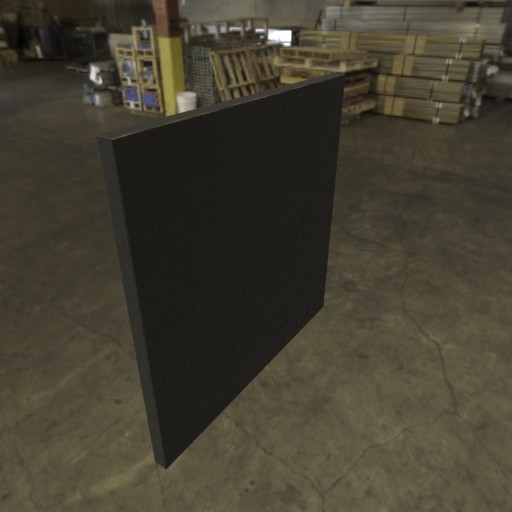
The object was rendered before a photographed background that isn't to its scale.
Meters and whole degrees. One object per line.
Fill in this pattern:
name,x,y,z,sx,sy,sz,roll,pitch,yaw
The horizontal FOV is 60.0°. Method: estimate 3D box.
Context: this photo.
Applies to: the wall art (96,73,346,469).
wall art,0.000,0.000,1.103,0.038,0.762,0.762,20,36,30
